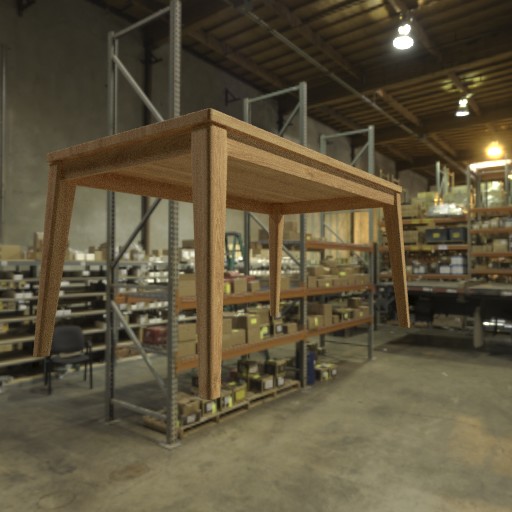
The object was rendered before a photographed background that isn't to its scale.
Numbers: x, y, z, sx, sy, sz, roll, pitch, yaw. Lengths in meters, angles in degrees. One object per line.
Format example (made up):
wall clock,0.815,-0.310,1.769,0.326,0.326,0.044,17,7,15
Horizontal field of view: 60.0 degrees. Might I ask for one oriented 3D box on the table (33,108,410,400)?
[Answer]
table,0.000,0.000,2.037,0.900,0.760,1.600,-1,-1,37
